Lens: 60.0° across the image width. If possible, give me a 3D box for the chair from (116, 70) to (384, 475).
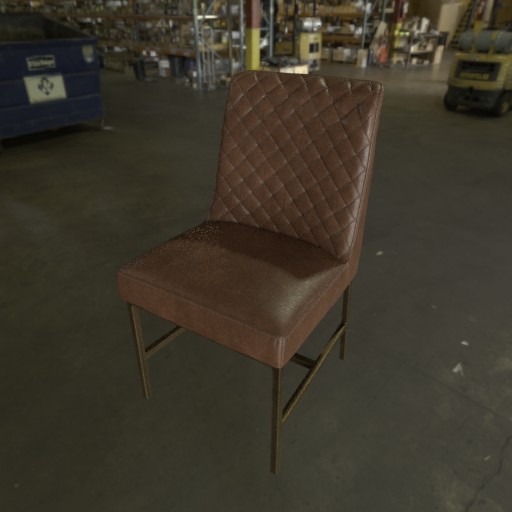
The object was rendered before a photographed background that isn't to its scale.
[{"bbox_3d":[0.000,0.000,1.233,0.508,0.889,0.587,18,34,29],"label":"chair"}]
